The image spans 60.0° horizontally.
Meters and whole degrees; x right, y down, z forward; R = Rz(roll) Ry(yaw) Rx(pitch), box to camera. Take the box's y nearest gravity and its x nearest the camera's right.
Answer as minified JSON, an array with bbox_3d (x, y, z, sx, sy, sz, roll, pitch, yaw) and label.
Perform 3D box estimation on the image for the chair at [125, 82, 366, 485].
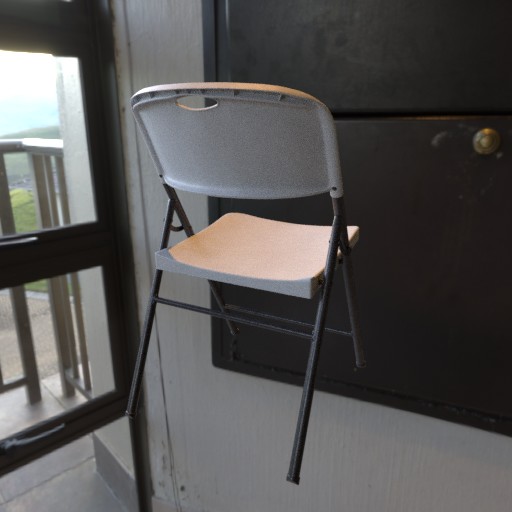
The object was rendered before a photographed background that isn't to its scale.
[{"bbox_3d":[0.000,0.000,1.159,0.494,0.810,0.566,9,19,27],"label":"chair"}]
